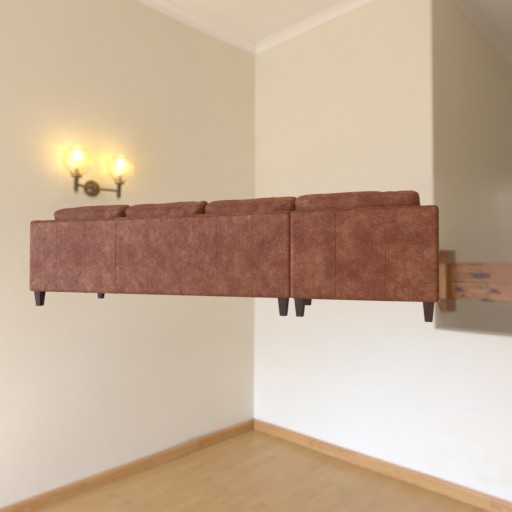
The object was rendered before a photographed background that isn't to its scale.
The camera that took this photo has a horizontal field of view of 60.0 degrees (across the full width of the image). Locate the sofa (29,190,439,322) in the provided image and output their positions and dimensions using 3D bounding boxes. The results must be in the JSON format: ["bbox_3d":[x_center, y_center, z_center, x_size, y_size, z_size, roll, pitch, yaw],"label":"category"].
[{"bbox_3d":[0.000,0.000,4.303,3.150,0.838,2.438,0,-1,19],"label":"sofa"}]
